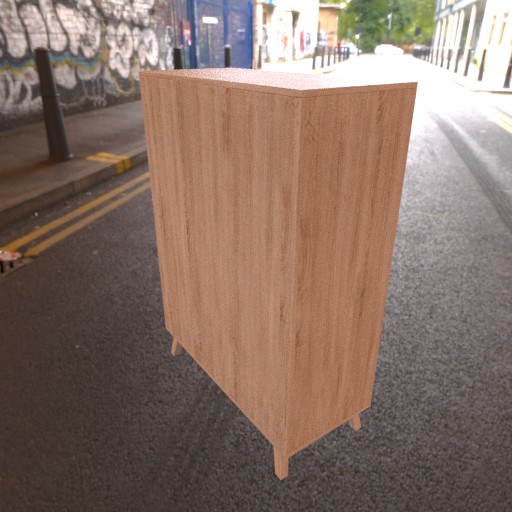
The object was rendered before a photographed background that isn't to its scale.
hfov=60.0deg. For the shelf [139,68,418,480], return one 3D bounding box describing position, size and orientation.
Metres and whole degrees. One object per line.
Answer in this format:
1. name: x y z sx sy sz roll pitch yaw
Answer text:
1. shelf: 0.000 0.000 1.839 0.450 1.390 1.000 -17 31 -32
